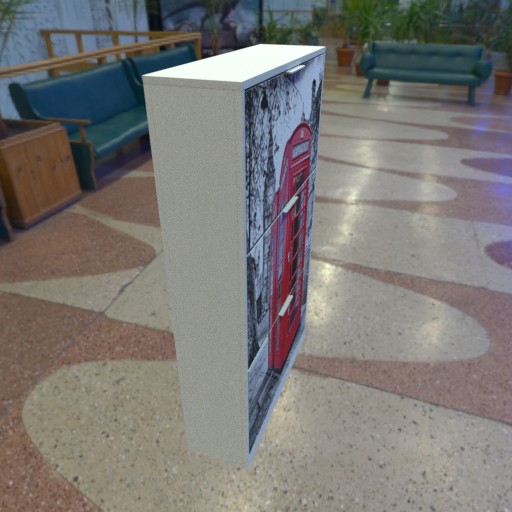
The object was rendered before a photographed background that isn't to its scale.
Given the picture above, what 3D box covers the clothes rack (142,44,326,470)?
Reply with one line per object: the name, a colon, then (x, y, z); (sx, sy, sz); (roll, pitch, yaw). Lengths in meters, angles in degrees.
clothes rack: (0.000, 0.000, 1.559); (0.250, 1.280, 0.750); (11, 32, 18)
